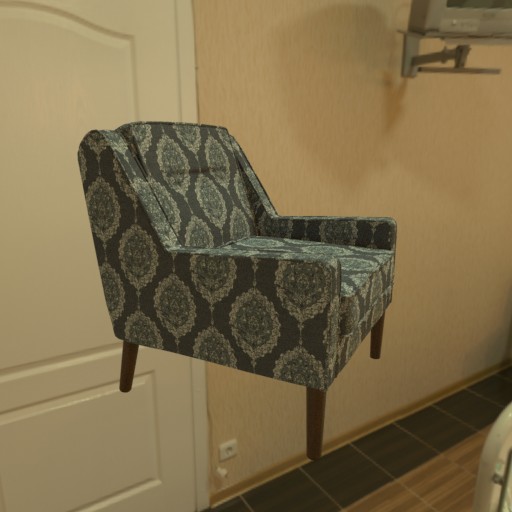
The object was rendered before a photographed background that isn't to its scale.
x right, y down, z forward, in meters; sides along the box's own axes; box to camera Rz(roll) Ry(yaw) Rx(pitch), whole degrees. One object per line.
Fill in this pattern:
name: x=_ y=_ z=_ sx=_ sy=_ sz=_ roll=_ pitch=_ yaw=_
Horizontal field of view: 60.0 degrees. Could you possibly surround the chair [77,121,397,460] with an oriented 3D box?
chair: x=0.000 y=0.000 z=1.352 sx=0.743 sy=0.792 sz=0.663 roll=8 pitch=16 yaw=28
